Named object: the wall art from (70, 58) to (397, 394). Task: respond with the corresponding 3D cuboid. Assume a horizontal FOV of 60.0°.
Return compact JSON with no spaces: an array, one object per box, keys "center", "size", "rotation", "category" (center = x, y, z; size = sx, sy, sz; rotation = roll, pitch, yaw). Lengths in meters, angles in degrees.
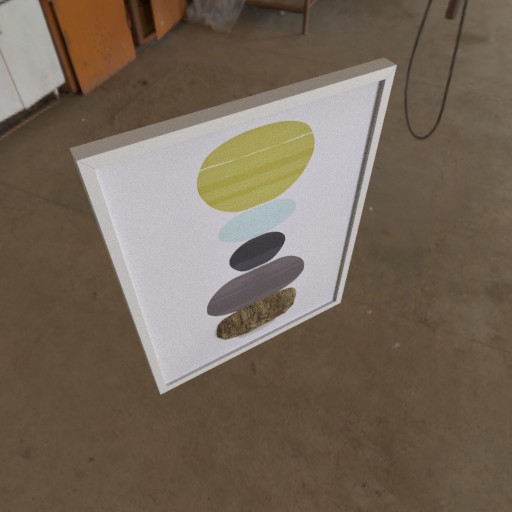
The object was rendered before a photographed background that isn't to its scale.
[{"center":[0.000,0.000,1.030],"size":[0.611,0.763,0.055],"rotation":[-23,52,-20],"category":"wall art"}]
